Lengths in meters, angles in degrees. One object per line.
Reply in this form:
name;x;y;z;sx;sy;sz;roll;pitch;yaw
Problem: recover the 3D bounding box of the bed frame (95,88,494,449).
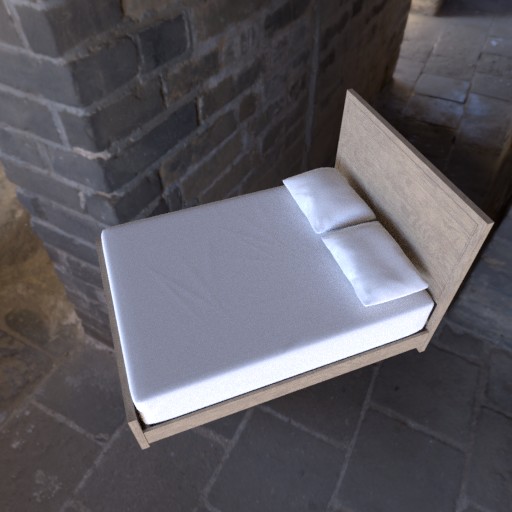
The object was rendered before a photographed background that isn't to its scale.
bed frame;0.000;0.000;3.185;2.189;1.369;1.606;-15;50;-14
